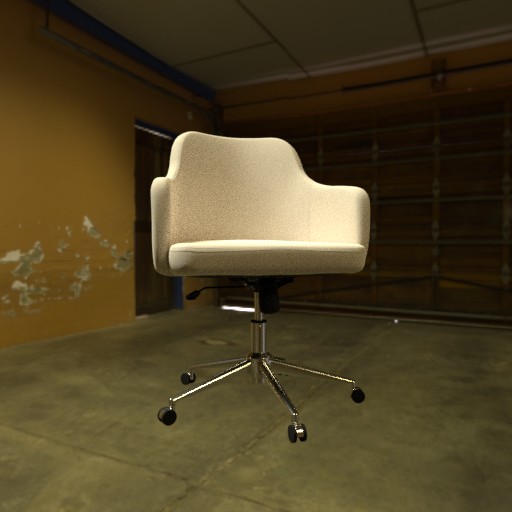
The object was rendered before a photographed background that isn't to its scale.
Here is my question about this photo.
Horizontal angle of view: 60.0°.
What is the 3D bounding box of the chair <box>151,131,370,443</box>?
[{"bbox_3d":[0.000,0.000,1.272,0.602,0.819,0.647,0,1,-17],"label":"chair"}]
